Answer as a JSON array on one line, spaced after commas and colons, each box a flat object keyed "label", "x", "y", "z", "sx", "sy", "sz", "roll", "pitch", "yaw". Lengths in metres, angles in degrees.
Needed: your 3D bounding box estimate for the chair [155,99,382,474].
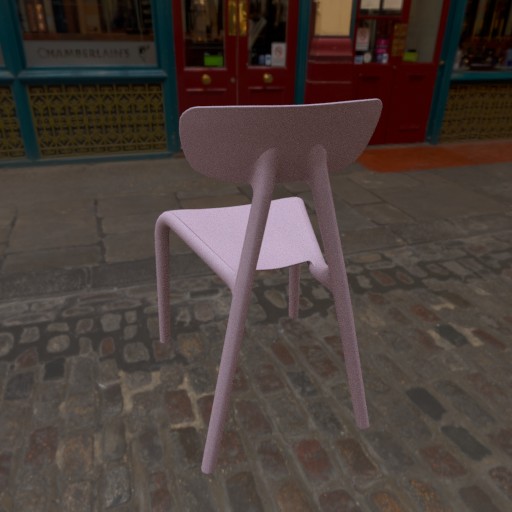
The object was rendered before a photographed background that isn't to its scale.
[{"label": "chair", "x": 0.000, "y": 0.000, "z": 0.823, "sx": 0.356, "sy": 0.580, "sz": 0.401, "roll": -8, "pitch": 27, "yaw": -17}]
